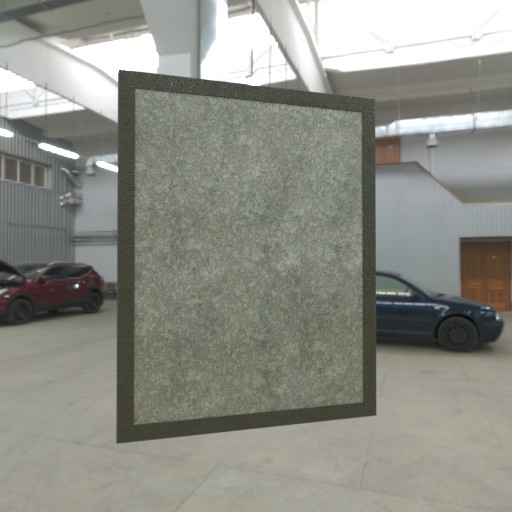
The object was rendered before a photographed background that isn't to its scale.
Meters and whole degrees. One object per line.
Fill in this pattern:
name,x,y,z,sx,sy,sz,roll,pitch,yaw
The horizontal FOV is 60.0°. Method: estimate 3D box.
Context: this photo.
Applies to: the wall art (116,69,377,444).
wall art,0.000,0.000,1.283,0.767,0.983,0.030,0,-1,-16
